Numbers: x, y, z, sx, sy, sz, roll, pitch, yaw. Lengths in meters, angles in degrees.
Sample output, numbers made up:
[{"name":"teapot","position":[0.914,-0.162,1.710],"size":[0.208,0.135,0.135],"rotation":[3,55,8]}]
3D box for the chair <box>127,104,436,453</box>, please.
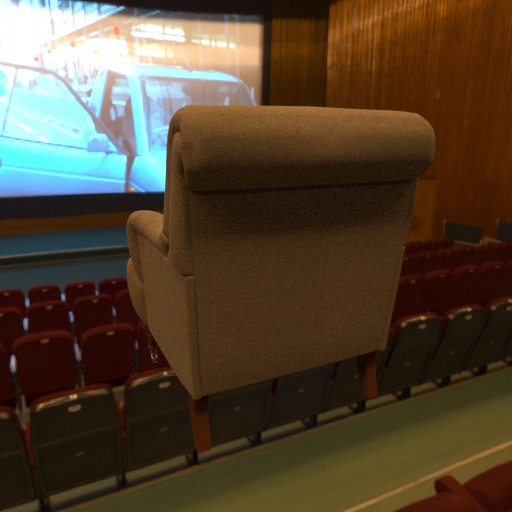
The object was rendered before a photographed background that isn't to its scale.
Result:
[{"name":"chair","position":[0.000,0.000,1.528],"size":[0.766,0.942,0.843],"rotation":[-7,17,-25]}]
